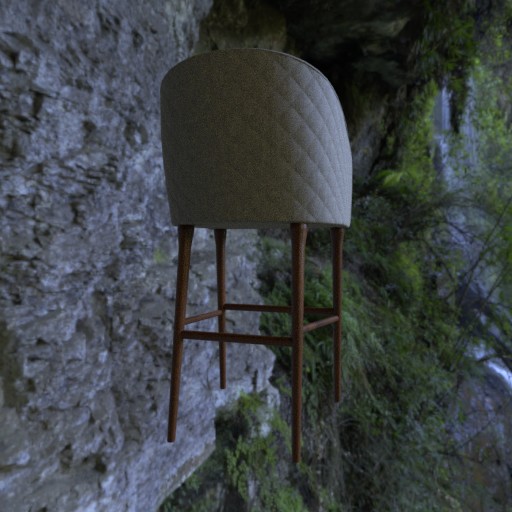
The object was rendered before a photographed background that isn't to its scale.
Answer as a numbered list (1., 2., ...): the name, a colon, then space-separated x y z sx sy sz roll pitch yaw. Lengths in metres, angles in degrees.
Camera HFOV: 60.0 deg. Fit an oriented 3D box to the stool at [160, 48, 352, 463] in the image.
1. stool: 0.000 0.000 1.436 0.559 1.078 0.607 1 2 18
